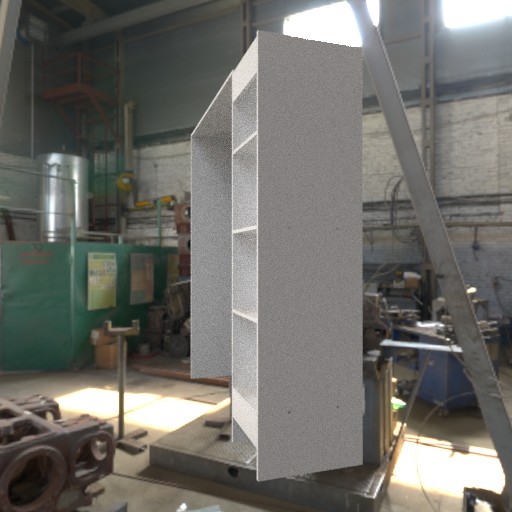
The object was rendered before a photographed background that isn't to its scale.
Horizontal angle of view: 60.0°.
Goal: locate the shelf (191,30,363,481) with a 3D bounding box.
[{"bbox_3d":[0.000,0.000,2.611,0.500,1.810,1.600,0,0,-18],"label":"shelf"}]
